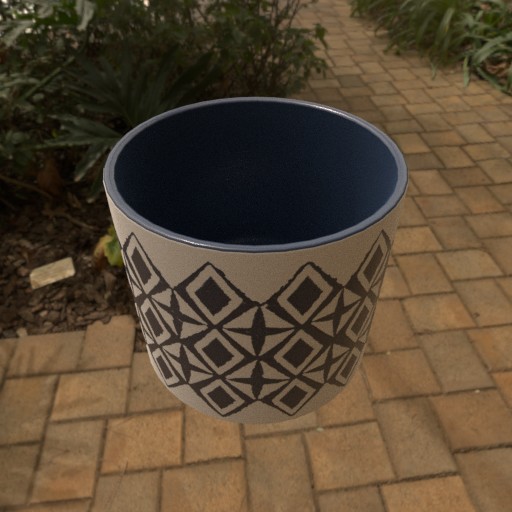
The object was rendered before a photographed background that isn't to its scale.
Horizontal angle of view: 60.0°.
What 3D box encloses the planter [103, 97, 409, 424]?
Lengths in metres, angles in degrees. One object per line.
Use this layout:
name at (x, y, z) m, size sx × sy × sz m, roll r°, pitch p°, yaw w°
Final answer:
planter at (0.000, 0.000, 0.399) m, size 0.224 × 0.203 × 0.224 m, roll 0°, pitch 41°, yaw 0°
